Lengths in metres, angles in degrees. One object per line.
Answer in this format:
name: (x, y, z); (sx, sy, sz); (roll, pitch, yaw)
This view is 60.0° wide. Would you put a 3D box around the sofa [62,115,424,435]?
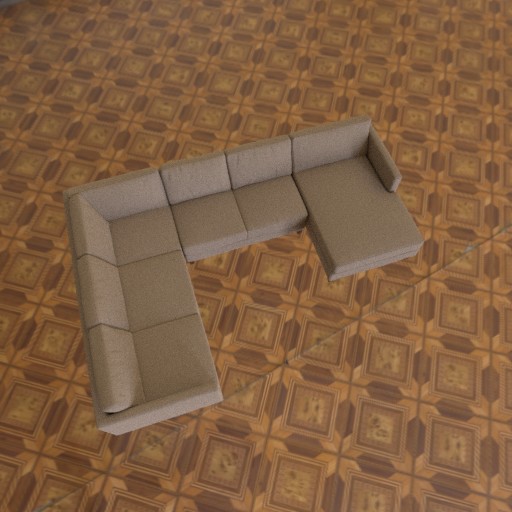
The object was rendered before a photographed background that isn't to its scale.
sofa: (0.000, 0.000, 4.488); (3.438, 0.865, 2.424); (-16, 64, -8)
